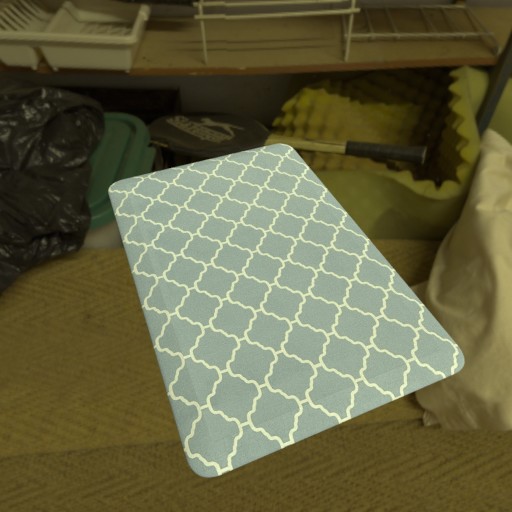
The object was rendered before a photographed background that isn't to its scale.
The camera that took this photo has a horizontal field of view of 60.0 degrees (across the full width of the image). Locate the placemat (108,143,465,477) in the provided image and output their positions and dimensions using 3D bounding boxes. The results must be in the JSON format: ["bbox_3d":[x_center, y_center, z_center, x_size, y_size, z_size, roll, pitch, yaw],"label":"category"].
[{"bbox_3d":[0.000,0.000,0.942,0.508,0.021,0.762,-17,49,-15],"label":"placemat"}]
